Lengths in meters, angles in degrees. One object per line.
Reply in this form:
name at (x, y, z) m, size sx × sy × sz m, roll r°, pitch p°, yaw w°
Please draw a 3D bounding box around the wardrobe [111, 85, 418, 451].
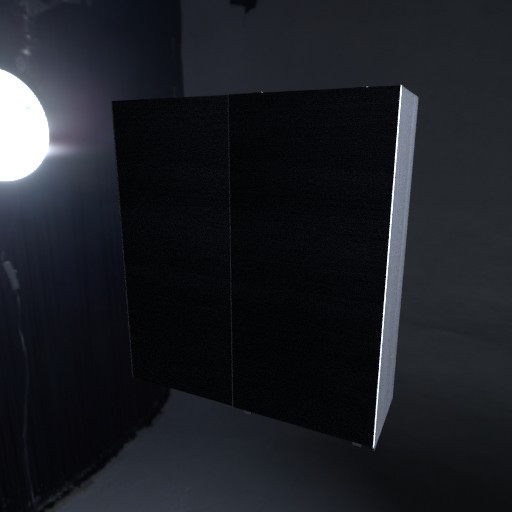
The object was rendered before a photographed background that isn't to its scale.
wardrobe at (0.000, 0.000, 2.908) m, size 1.780 × 1.960 × 0.629 m, roll 7°, pitch 16°, yaw 25°
